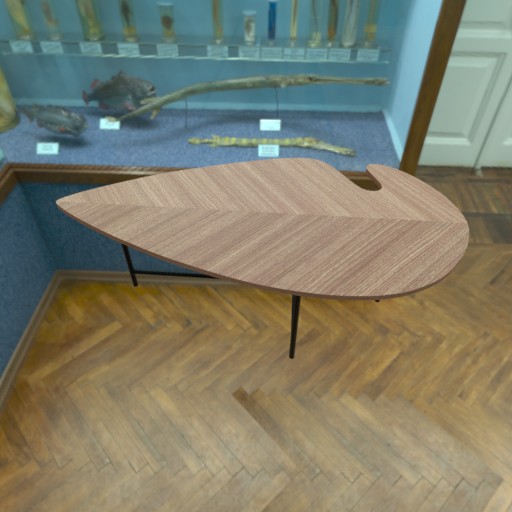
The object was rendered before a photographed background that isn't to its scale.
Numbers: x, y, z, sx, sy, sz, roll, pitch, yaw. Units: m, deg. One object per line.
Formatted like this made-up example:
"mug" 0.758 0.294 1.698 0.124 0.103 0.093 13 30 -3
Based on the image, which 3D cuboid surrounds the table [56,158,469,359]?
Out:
"table" 0.000 0.000 1.414 1.199 0.360 0.598 3 45 3
